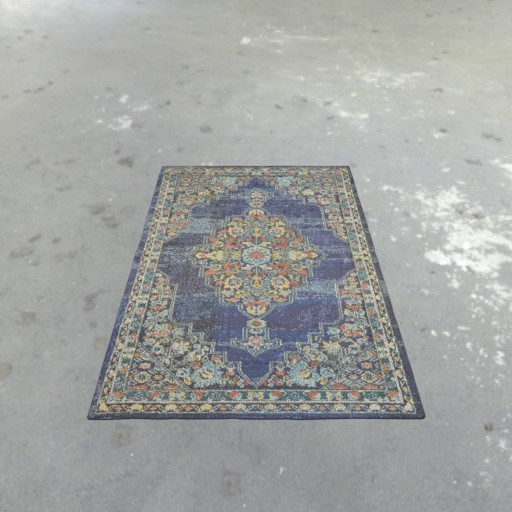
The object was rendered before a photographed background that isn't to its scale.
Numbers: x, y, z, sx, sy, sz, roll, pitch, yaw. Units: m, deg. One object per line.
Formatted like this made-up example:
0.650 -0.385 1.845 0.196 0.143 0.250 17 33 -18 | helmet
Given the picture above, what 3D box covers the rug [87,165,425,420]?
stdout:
0.000 0.000 3.751 2.053 0.011 2.940 0 42 0 | rug
